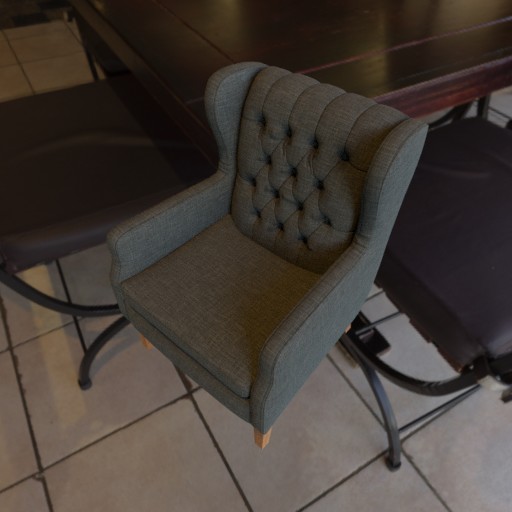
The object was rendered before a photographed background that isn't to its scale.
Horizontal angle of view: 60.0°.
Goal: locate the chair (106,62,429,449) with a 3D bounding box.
[{"bbox_3d":[0.000,0.000,1.485,0.711,0.953,0.775,32,54,27],"label":"chair"}]
